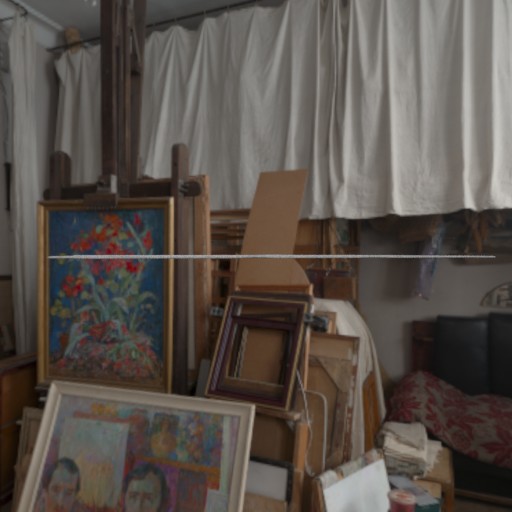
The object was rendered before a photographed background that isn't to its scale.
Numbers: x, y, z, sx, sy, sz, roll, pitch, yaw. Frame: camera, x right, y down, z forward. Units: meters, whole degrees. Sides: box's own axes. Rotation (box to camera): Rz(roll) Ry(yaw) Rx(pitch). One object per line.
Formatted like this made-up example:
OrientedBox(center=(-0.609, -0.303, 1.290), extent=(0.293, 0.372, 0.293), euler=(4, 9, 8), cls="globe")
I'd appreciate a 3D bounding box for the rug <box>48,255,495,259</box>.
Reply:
OrientedBox(center=(0.000, 0.000, 4.294), extent=(3.359, 0.020, 2.448), euler=(0, 0, -17), cls="rug")
